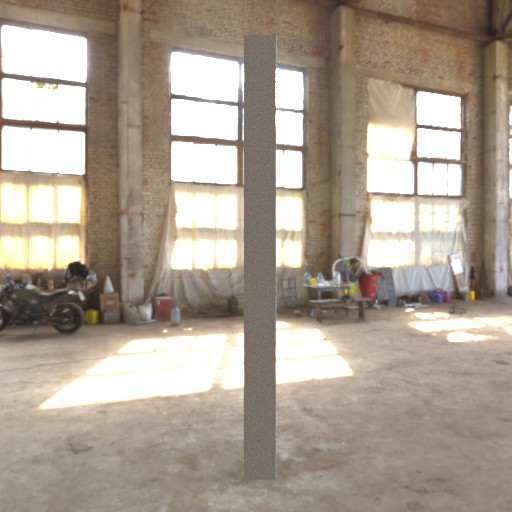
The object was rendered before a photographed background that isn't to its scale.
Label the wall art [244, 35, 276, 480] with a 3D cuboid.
[{"bbox_3d":[0.000,0.000,0.759,0.037,0.508,0.508,0,1,-1],"label":"wall art"}]
